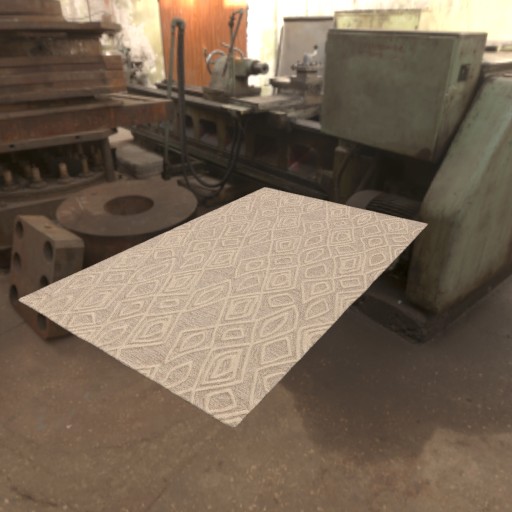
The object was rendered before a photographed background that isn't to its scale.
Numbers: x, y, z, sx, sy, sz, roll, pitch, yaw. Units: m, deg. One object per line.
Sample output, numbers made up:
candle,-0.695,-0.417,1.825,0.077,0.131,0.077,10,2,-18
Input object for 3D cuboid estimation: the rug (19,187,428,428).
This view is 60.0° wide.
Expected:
rug,0.000,0.000,2.958,1.546,0.010,2.442,18,32,31
